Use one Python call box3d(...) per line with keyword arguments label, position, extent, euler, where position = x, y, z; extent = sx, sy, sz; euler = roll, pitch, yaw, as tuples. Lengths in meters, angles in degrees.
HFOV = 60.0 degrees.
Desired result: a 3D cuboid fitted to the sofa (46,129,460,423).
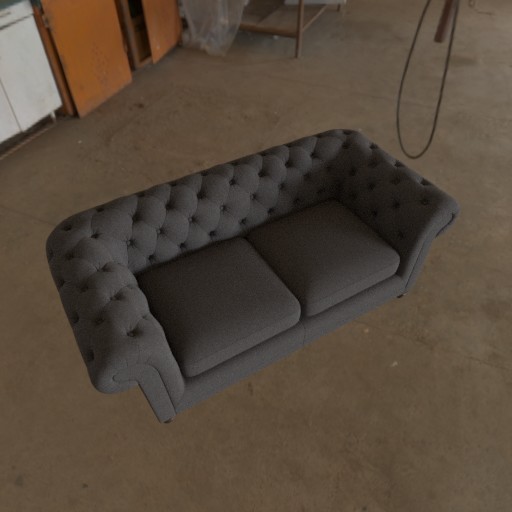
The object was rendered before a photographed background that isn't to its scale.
box3d(label="sofa", position=(0.000, 0.000, 2.474), extent=(1.998, 0.764, 0.986), euler=(-23, 50, -21))
